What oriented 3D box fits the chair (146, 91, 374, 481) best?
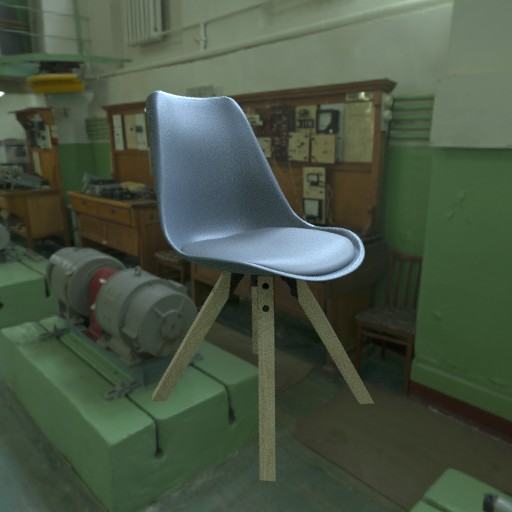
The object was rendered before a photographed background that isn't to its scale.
[{"bbox_3d":[0.000,0.000,1.183,0.550,0.850,0.485,14,20,43],"label":"chair"}]
